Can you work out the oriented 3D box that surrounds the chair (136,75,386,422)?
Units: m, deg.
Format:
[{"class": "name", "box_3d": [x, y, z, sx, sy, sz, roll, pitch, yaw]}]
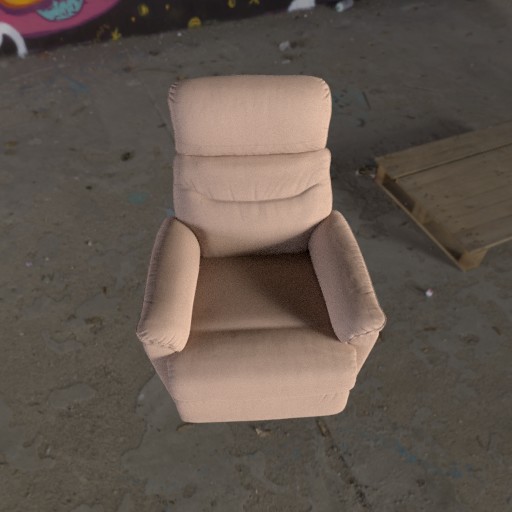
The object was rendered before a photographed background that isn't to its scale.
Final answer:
[{"class": "chair", "box_3d": [0.000, 0.000, 1.731, 0.820, 1.037, 1.004, -2, 47, -2]}]
